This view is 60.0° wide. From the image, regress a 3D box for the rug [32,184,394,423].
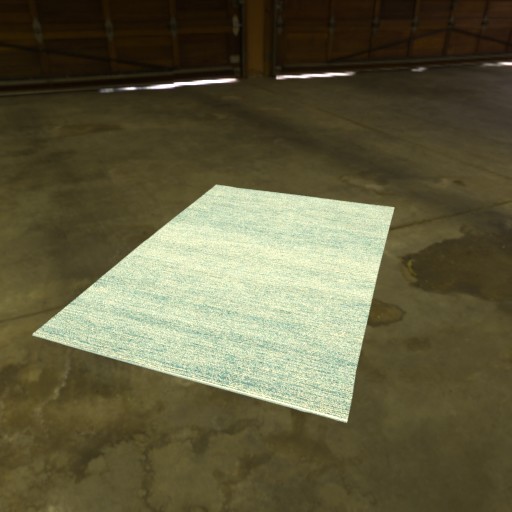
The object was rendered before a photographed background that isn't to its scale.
[{"bbox_3d":[0.000,0.000,2.962,1.613,0.030,2.306,10,31,17],"label":"rug"}]
